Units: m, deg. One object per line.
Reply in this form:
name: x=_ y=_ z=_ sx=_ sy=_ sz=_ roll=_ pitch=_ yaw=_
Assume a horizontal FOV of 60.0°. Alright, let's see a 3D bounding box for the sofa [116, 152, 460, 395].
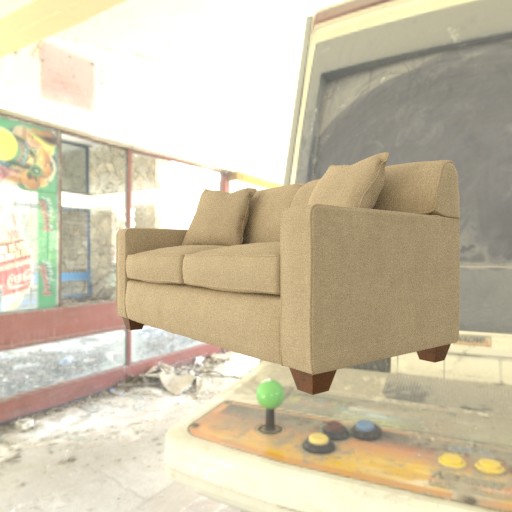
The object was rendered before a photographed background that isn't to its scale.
sofa: x=0.000 y=0.000 z=2.467 sx=0.998 sy=0.958 sz=1.846 roll=0 pitch=0 yaw=-37
